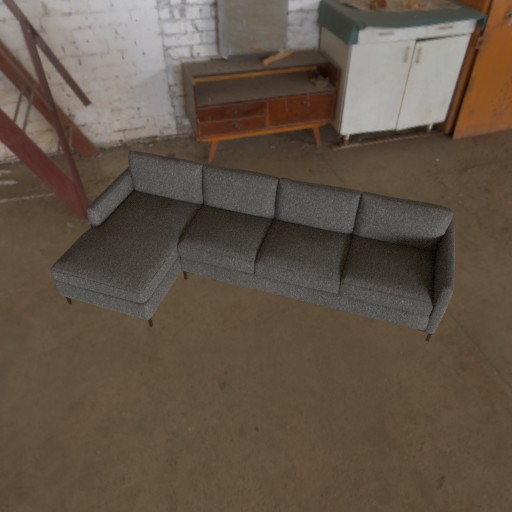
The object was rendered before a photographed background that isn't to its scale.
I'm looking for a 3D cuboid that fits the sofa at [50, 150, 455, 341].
[{"bbox_3d":[0.000,0.000,3.515,2.932,0.810,1.350,13,45,13],"label":"sofa"}]
